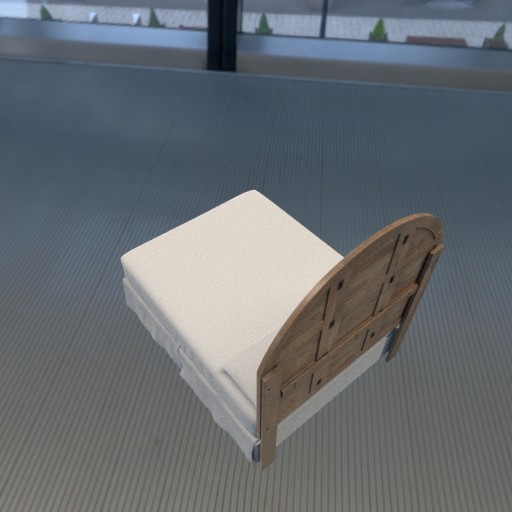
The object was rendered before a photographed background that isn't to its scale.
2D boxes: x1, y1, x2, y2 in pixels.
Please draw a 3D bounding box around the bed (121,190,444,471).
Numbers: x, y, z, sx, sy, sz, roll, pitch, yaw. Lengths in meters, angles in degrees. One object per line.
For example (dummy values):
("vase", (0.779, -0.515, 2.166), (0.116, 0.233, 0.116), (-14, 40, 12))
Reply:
("bed", (0.000, 0.000, 3.562), (1.713, 2.002, 2.112), (-31, 54, -26))
